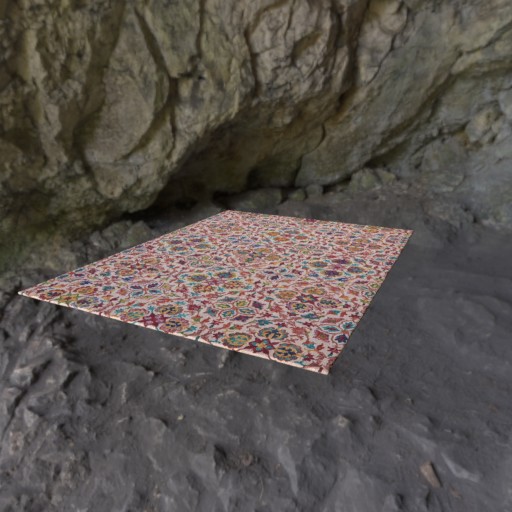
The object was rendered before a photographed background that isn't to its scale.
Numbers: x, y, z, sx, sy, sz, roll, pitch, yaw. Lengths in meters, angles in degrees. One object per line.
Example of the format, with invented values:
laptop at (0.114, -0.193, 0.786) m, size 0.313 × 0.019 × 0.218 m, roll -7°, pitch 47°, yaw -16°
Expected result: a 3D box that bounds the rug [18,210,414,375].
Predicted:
rug at (0.000, 0.000, 4.214) m, size 2.446 × 0.020 × 3.215 m, roll 9°, pitch 20°, yaw 25°
